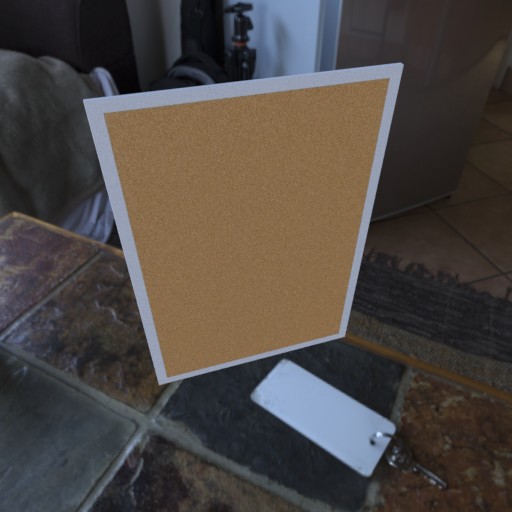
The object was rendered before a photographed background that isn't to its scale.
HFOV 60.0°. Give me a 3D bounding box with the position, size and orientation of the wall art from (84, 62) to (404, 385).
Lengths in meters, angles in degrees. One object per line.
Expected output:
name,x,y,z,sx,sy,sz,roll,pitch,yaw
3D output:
wall art,0.000,0.000,1.196,0.659,0.940,0.013,-12,43,-13
